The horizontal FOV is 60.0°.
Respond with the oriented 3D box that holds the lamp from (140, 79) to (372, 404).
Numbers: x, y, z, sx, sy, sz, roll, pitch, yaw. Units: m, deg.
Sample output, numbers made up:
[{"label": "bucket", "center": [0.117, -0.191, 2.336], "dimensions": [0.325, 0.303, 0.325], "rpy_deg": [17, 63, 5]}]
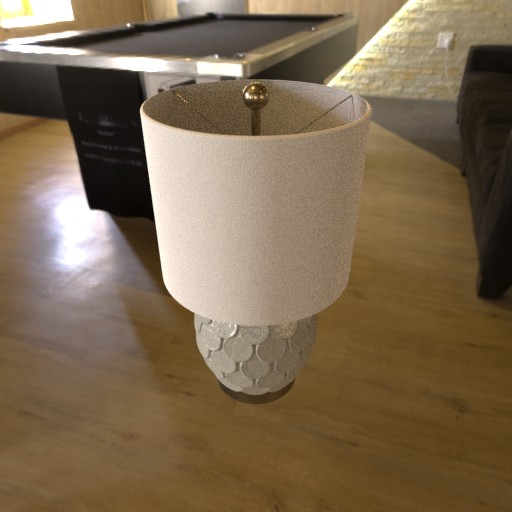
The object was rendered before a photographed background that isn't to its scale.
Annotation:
[{"label": "lamp", "center": [0.000, 0.000, 0.607], "dimensions": [0.254, 0.452, 0.254], "rpy_deg": [0, 33, 0]}]
